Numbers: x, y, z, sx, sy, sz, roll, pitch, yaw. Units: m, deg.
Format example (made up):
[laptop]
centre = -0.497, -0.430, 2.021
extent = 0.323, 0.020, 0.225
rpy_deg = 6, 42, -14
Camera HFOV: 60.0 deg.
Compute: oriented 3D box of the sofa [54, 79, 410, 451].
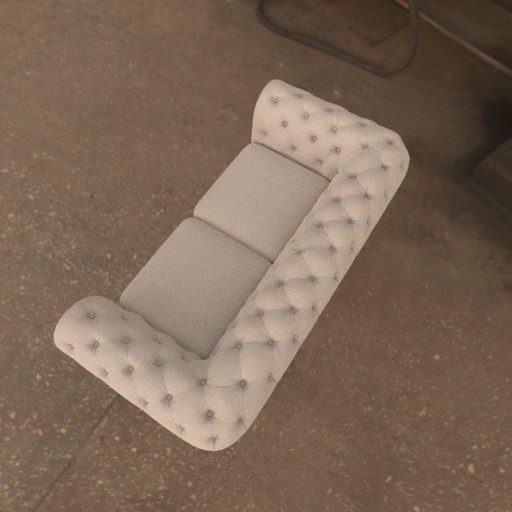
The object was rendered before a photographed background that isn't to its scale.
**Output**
[sofa]
centre = 0.000, 0.000, 2.529
extent = 0.986, 0.764, 1.998
rpy_deg = 31, 68, 14
